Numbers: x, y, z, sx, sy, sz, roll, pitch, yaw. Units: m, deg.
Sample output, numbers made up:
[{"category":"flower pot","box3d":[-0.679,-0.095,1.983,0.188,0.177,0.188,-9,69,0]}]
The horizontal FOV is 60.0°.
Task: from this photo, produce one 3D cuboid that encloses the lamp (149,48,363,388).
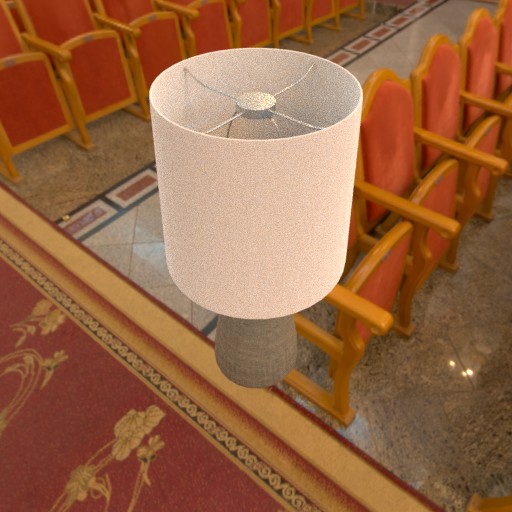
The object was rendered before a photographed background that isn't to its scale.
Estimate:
[{"category":"lamp","box3d":[0.000,0.000,0.474,0.186,0.369,0.186,0,45,0]}]
